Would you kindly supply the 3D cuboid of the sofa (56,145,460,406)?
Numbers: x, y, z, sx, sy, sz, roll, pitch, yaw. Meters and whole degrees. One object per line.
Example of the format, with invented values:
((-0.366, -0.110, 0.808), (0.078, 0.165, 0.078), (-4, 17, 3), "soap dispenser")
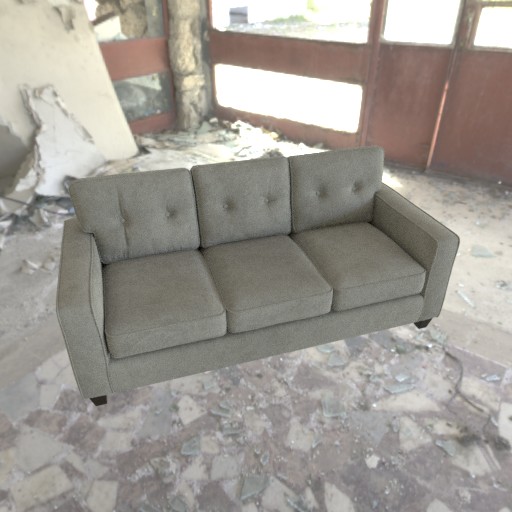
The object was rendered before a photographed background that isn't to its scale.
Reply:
((0.000, 0.000, 2.632), (2.133, 0.965, 0.939), (-10, 34, -15), "sofa")
